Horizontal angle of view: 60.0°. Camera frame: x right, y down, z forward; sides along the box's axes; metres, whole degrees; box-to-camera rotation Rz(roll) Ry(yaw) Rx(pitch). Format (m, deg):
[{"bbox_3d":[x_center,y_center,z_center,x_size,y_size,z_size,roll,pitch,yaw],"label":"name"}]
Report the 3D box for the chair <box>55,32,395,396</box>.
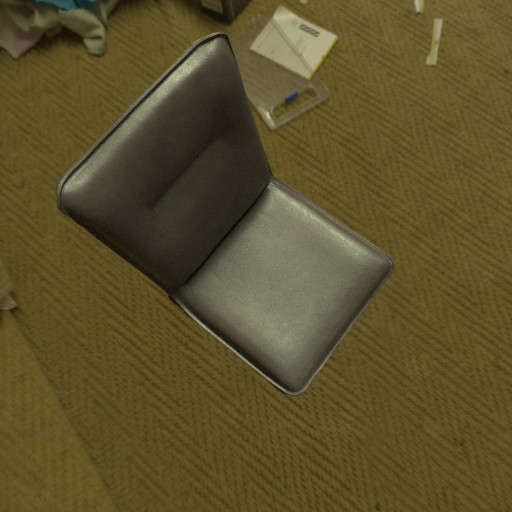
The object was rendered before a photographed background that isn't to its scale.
[{"bbox_3d":[0.000,0.000,1.295,0.688,0.932,0.515,38,79,9],"label":"chair"}]
